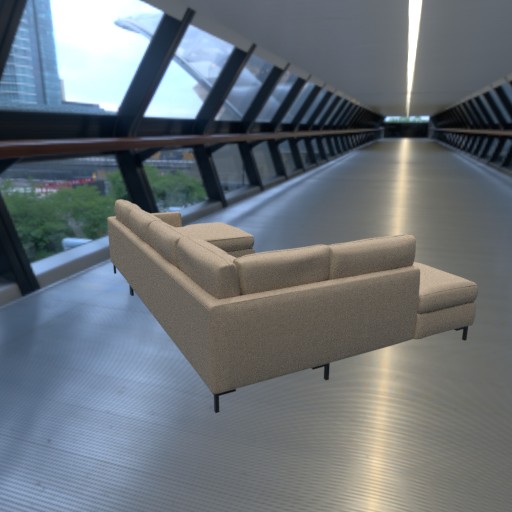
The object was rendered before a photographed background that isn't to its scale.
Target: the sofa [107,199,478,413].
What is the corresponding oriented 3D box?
[{"bbox_3d":[0.000,0.000,3.624,1.879,0.756,2.737,-8,17,-27],"label":"sofa"}]
